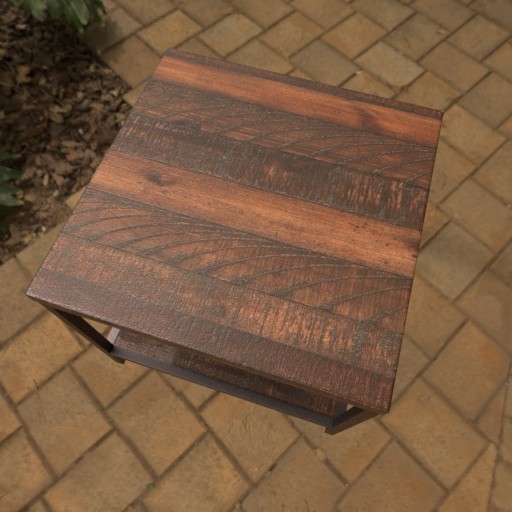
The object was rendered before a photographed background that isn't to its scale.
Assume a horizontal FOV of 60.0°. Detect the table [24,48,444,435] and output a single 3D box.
[{"bbox_3d":[0.000,0.000,0.953,0.548,0.482,0.553,16,65,8],"label":"table"}]
